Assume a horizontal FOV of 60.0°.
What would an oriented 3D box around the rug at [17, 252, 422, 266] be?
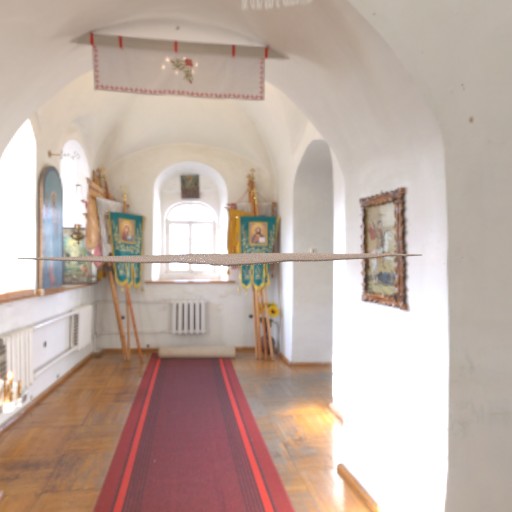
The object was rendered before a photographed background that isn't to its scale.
[{"bbox_3d":[0.000,0.000,3.013,1.524,0.015,2.439,1,1,36],"label":"rug"}]
